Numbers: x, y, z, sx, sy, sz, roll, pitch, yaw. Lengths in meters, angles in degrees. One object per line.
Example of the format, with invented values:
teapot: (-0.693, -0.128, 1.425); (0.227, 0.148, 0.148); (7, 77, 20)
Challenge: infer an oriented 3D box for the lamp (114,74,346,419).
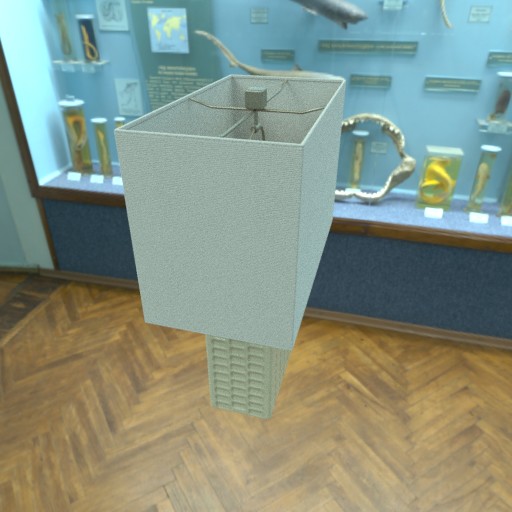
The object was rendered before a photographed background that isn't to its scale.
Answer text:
lamp: (0.000, 0.000, 0.717); (0.200, 0.515, 0.380); (8, 32, 14)
